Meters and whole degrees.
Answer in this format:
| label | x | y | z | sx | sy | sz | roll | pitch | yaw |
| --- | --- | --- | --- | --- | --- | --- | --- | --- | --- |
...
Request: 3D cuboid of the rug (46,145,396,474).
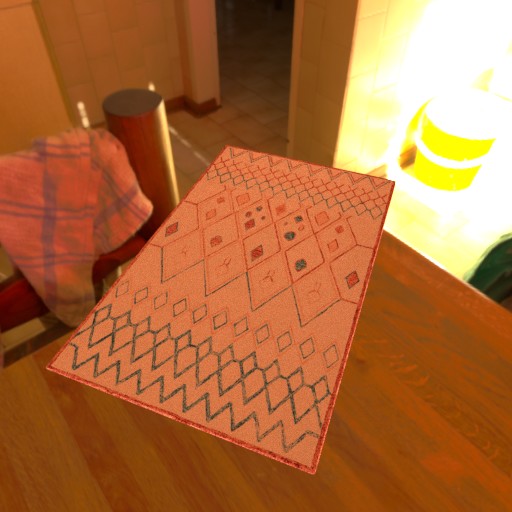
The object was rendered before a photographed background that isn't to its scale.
| label | x | y | z | sx | sy | sz | roll | pitch | yaw |
| --- | --- | --- | --- | --- | --- | --- | --- | --- | --- |
| rug | 0.000 | 0.000 | 3.027 | 1.524 | 0.015 | 2.438 | 15 | 47 | 15 |
